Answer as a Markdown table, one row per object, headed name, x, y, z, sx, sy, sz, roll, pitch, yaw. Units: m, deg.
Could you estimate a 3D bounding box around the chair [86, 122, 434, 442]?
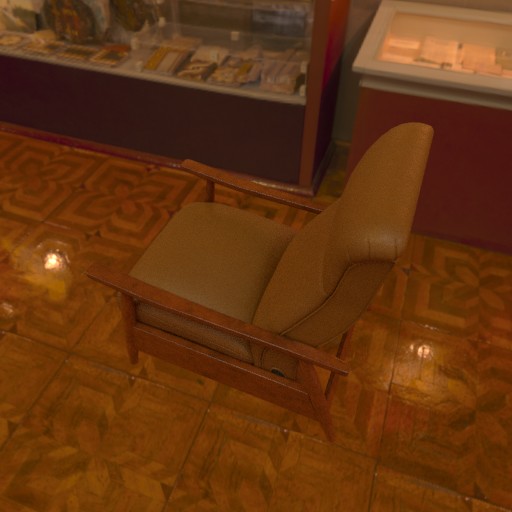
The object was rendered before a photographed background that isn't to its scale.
| name | x | y | z | sx | sy | sz | roll | pitch | yaw |
| --- | --- | --- | --- | --- | --- | --- | --- | --- | --- |
| chair | 0.000 | 0.000 | 1.749 | 1.014 | 1.082 | 0.762 | 16 | 49 | 15 |
